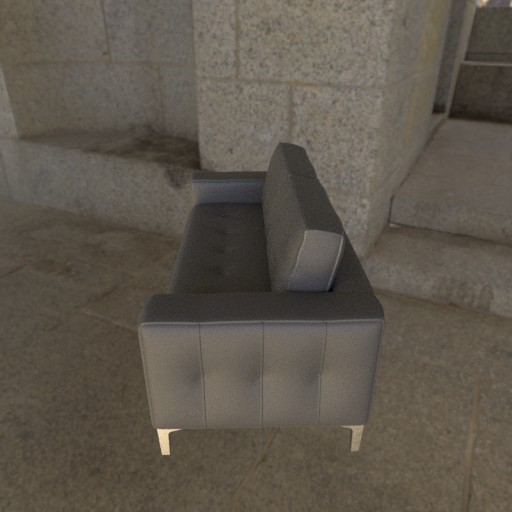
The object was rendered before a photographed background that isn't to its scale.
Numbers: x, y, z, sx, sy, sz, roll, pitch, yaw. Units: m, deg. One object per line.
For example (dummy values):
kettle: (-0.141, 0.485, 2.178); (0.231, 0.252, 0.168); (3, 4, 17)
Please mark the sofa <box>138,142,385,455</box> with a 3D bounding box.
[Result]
sofa: (0.000, 0.000, 2.264); (0.833, 0.892, 1.726); (-1, 27, -1)
